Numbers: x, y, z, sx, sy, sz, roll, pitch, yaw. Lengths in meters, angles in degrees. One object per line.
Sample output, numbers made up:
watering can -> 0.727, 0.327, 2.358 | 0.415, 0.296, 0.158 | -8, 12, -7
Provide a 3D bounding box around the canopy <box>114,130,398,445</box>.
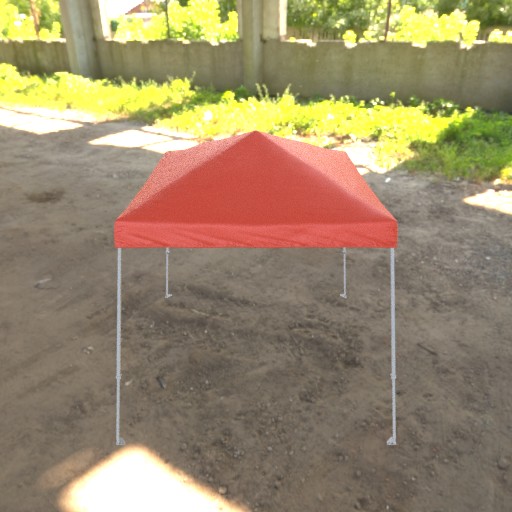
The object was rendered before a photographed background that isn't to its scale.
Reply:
canopy -> 0.000, 0.000, 5.122 | 2.849, 2.850, 2.850 | 0, 27, 0
